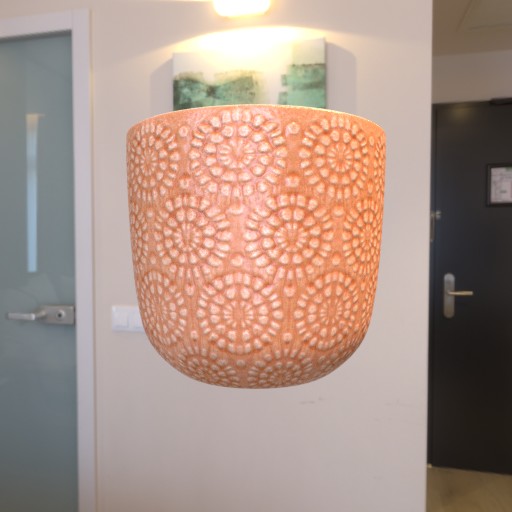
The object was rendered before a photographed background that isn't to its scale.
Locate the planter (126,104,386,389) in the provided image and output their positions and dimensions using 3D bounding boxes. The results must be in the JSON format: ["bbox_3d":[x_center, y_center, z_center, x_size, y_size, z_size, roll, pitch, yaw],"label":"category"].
[{"bbox_3d":[0.000,0.000,0.372,0.208,0.190,0.208,0,2,0],"label":"planter"}]
